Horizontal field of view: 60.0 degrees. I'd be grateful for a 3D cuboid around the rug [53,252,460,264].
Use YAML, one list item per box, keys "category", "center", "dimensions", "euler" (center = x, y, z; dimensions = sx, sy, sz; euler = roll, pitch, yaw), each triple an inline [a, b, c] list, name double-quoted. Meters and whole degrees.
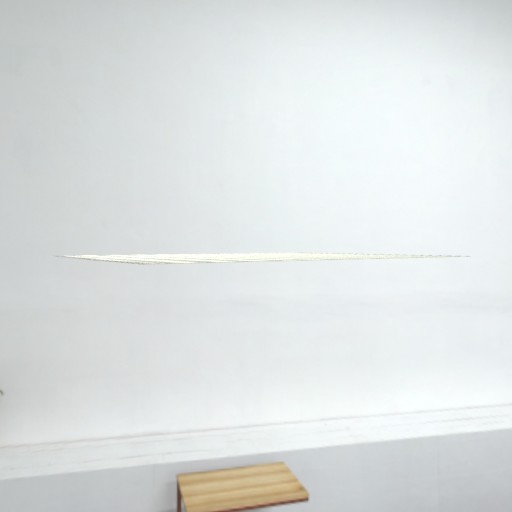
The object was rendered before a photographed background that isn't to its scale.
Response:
- category: "rug"
  center: [0.000, 0.000, 4.225]
  dimensions: [3.201, 0.005, 2.439]
  euler: [-1, 2, -34]
